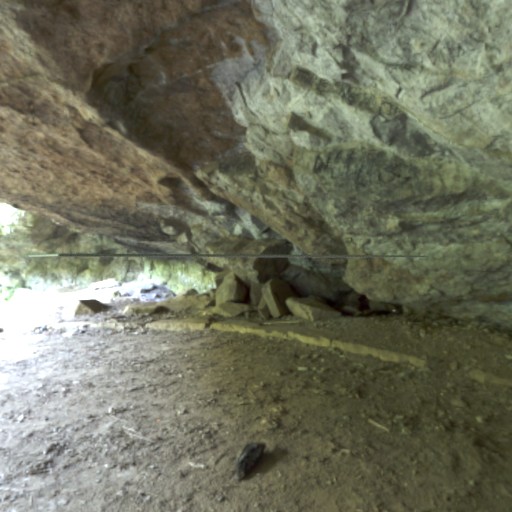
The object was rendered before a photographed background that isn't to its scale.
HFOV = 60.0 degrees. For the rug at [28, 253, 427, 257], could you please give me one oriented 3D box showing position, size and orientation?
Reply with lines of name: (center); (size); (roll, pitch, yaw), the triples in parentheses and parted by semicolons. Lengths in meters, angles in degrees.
rug: (0.000, 0.000, 2.742); (2.430, 0.012, 0.759); (0, 0, -35)
